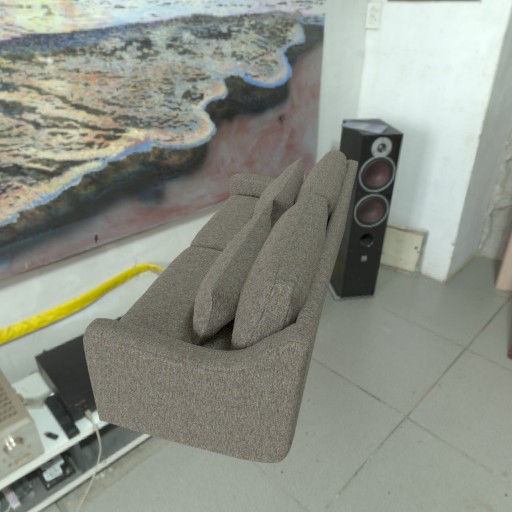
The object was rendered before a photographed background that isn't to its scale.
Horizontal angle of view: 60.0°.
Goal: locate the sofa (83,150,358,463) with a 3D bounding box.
[{"bbox_3d":[0.000,0.000,2.987,1.103,0.998,2.418,8,31,14],"label":"sofa"}]
